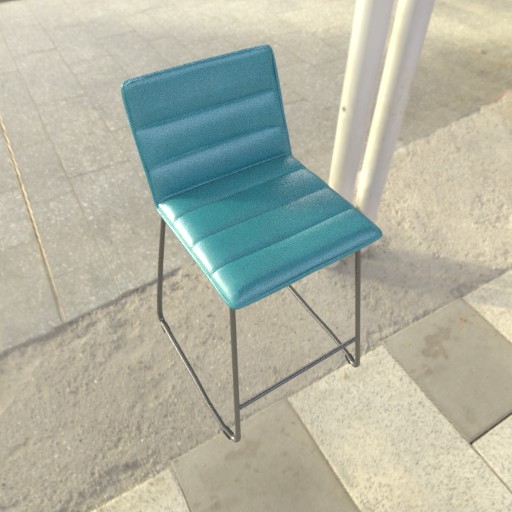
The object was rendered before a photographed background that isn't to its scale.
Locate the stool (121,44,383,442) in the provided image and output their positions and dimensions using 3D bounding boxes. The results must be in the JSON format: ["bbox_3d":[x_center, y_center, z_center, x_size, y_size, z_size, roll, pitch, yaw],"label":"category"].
[{"bbox_3d":[0.000,0.000,1.178,0.489,0.866,0.524,-25,52,-21],"label":"stool"}]
